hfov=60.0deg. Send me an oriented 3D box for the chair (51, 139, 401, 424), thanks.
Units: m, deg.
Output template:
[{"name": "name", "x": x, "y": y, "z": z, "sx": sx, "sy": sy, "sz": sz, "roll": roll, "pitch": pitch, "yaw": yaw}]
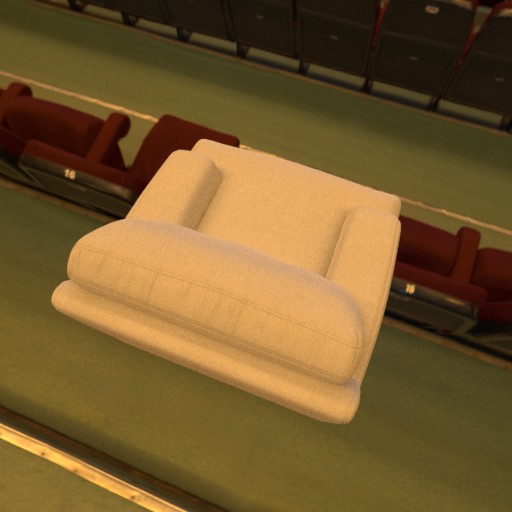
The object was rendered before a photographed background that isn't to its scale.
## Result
[{"name": "chair", "x": 0.000, "y": 0.000, "z": 1.920, "sx": 1.140, "sy": 0.930, "sz": 1.158, "roll": 19, "pitch": 64, "yaw": 10}]
